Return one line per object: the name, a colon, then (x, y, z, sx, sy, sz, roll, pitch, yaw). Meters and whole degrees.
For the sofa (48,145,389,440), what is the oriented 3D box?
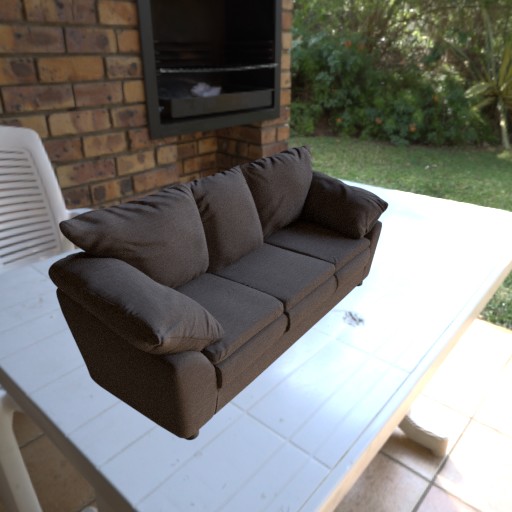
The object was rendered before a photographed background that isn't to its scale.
sofa: (0.000, 0.000, 2.857, 0.927, 1.043, 2.390, 17, 30, 33)
